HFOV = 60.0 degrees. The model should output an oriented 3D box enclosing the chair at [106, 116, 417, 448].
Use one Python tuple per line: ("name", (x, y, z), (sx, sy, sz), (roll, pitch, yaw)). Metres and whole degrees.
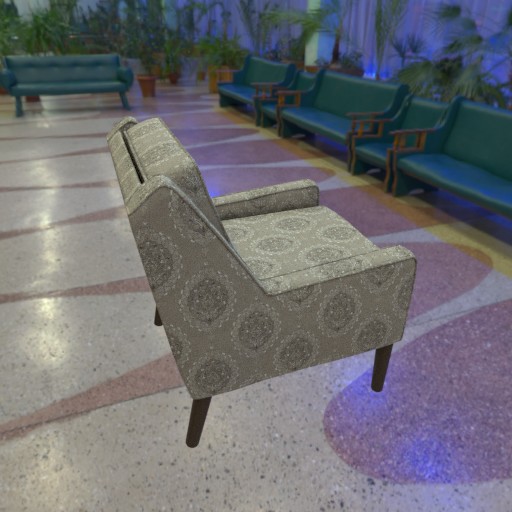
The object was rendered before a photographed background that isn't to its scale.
("chair", (0.000, 0.000, 1.377), (0.750, 0.797, 0.665), (-10, 31, -17))
